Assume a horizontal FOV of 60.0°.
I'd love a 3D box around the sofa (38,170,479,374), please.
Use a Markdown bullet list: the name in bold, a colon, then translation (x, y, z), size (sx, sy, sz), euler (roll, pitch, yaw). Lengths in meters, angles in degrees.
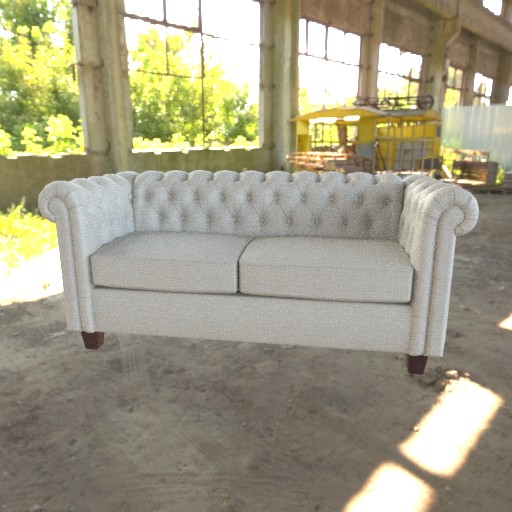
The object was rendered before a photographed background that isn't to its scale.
- **sofa**: translation (0.000, 0.000, 2.200), size (1.798, 0.797, 0.783), euler (2, 15, 9)
